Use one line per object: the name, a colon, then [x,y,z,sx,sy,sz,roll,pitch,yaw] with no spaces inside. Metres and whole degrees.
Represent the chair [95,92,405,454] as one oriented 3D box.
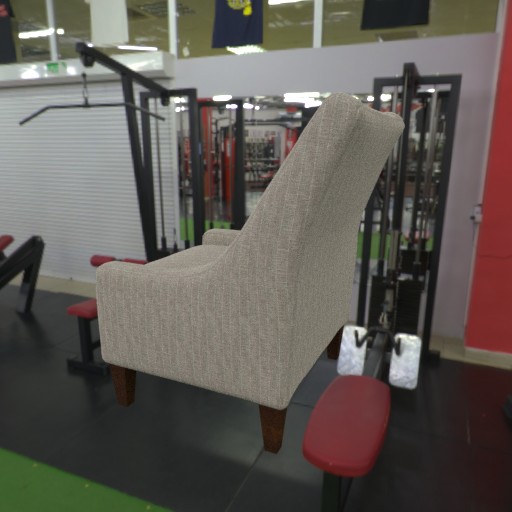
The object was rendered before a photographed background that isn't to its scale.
chair: [0.000,0.000,1.605,0.870,1.014,0.774,7,15,25]
